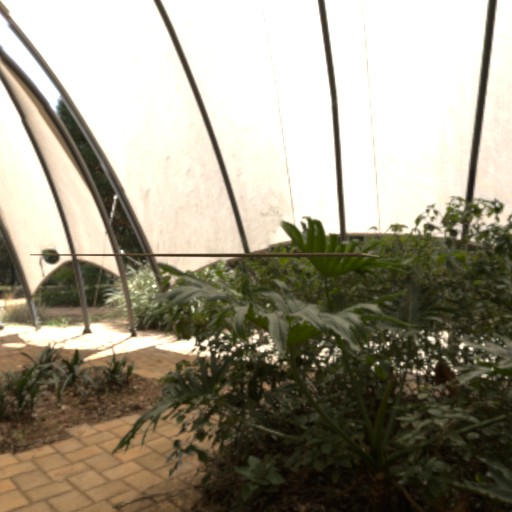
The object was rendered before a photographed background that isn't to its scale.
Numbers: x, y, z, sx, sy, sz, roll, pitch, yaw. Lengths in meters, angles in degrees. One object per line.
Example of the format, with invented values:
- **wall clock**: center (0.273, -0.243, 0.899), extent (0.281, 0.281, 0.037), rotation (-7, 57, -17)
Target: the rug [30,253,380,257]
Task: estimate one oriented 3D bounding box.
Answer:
- **rug**: center (0.000, 0.000, 2.944), extent (1.523, 0.006, 2.289), rotation (0, 0, 17)
